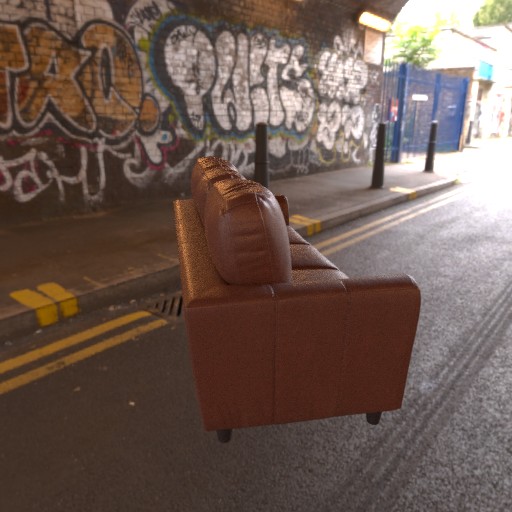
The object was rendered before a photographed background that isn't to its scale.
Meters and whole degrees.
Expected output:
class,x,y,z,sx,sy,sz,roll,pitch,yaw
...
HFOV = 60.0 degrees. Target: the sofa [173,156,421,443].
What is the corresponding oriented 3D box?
class,x,y,z,sx,sy,sz,roll,pitch,yaw
sofa,0.000,0.000,2.304,0.802,0.915,1.862,-3,17,-11
